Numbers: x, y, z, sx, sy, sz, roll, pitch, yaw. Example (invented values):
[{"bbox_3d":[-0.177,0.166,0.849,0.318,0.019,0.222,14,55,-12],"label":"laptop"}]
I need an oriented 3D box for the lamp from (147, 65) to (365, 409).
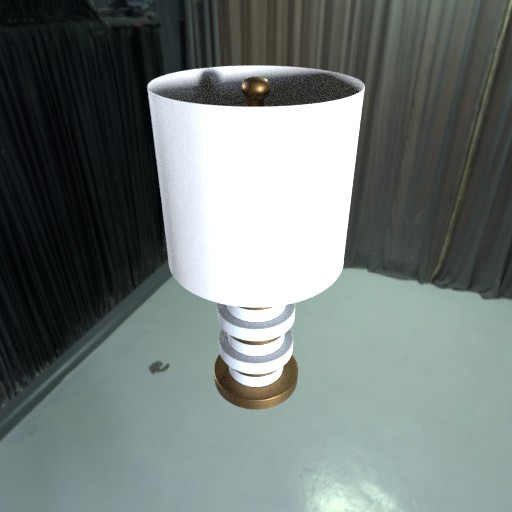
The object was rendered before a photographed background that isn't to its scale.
[{"bbox_3d":[0.000,0.000,0.540,0.210,0.410,0.210,10,33,15],"label":"lamp"}]
